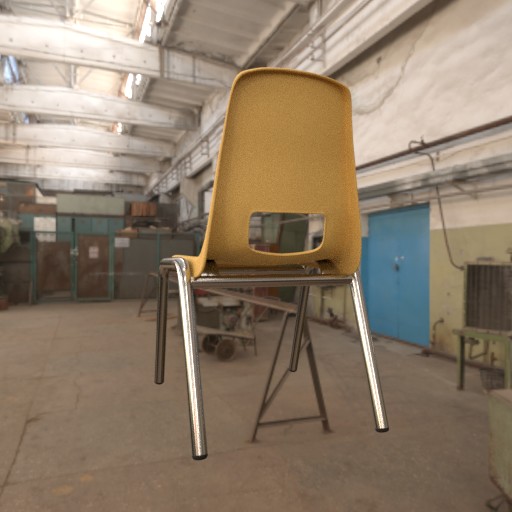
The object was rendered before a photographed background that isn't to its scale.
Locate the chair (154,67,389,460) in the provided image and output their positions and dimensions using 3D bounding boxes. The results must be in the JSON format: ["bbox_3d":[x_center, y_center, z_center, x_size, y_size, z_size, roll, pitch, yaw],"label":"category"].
[{"bbox_3d":[0.000,0.000,0.875,0.354,0.586,0.423,0,0,-19],"label":"chair"}]
